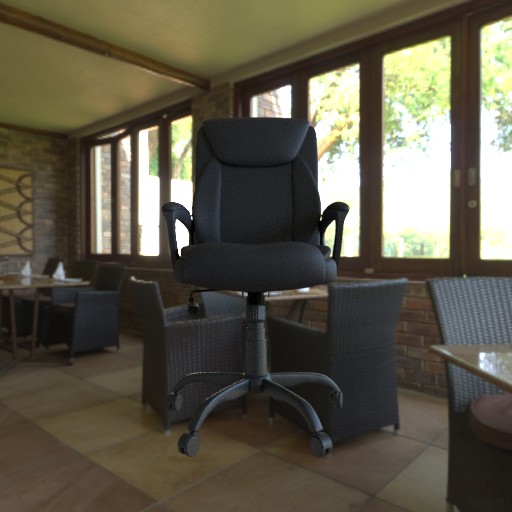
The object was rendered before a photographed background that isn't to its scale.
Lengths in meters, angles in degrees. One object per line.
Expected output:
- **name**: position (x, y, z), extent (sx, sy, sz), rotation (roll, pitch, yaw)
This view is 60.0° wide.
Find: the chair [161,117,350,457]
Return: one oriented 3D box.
- **chair**: position (0.000, 0.000, 1.478), extent (0.615, 1.072, 0.655), rotation (0, 1, 1)
